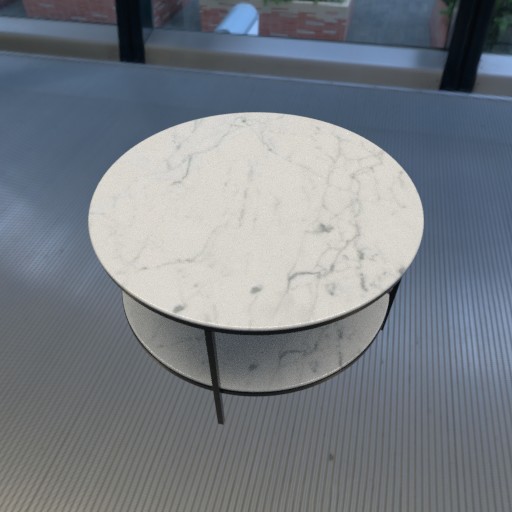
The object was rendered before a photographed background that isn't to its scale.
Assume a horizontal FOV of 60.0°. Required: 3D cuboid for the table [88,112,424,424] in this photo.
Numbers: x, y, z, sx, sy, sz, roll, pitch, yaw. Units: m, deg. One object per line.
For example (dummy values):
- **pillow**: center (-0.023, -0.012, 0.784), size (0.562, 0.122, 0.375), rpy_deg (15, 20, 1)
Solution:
- **table**: center (0.000, 0.000, 1.252), size (0.800, 0.450, 0.800), rpy_deg (0, 46, 0)
